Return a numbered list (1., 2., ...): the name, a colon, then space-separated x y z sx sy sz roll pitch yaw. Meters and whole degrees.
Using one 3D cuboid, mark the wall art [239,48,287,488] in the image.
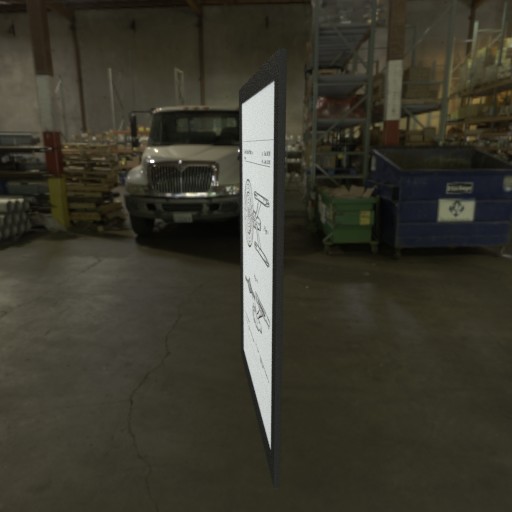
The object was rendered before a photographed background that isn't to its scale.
1. wall art: 0.000 0.000 0.696 0.008 0.530 0.379 -2 14 -8
